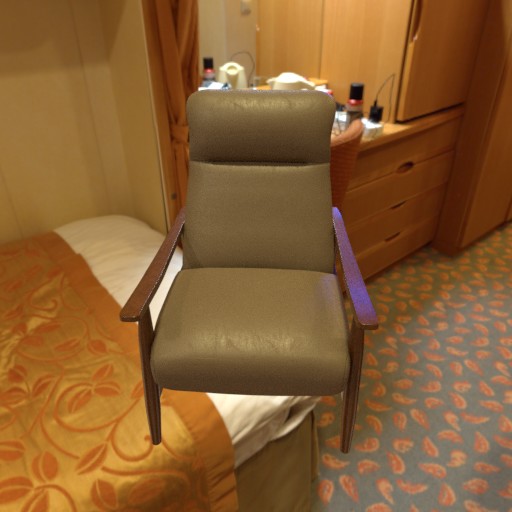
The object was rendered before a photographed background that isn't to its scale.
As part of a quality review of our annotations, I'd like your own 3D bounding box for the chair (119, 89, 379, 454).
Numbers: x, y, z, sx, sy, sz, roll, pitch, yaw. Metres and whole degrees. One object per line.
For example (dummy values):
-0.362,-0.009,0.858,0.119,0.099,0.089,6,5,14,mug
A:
0.000,0.000,1.758,0.762,1.082,1.014,1,31,2,chair
